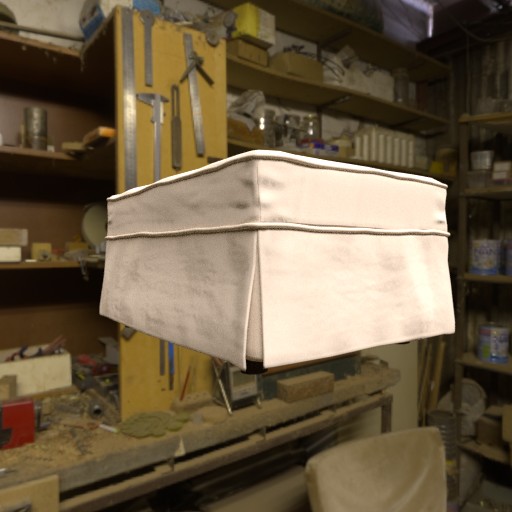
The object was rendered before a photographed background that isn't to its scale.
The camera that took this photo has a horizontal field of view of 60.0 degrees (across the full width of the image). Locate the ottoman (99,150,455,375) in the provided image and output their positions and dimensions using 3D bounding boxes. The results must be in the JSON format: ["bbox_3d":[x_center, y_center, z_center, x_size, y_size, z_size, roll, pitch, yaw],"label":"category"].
[{"bbox_3d":[0.000,0.000,1.358,0.703,0.479,0.944,0,1,-36],"label":"ottoman"}]
